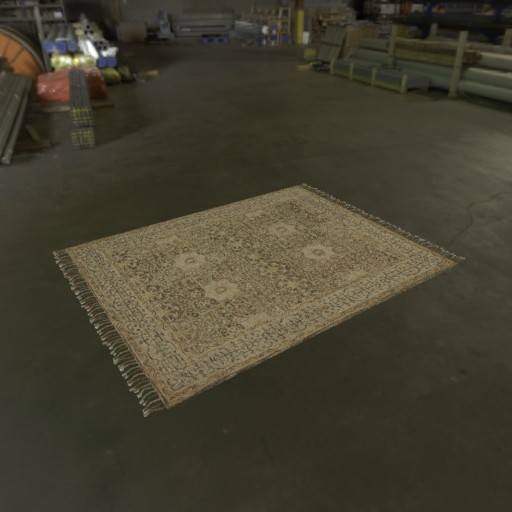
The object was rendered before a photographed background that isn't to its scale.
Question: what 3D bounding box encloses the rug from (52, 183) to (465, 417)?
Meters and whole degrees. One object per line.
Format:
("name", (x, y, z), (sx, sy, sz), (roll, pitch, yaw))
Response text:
("rug", (0.000, 0.000, 4.346), (3.291, 0.017, 2.431), (-19, 36, -29))
